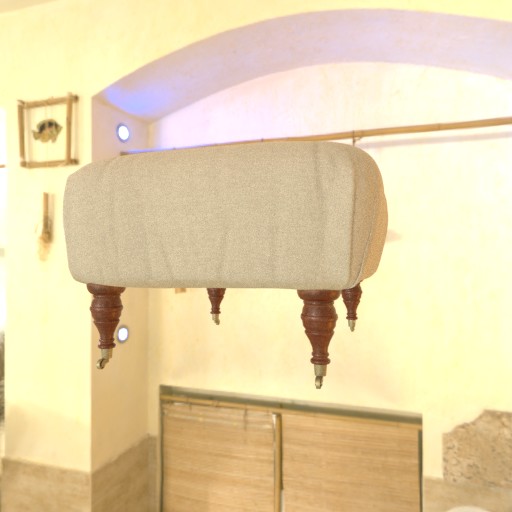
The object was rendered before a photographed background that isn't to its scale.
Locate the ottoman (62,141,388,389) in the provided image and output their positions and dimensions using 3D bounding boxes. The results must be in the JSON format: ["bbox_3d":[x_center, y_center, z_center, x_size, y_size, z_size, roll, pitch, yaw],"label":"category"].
[{"bbox_3d":[0.000,0.000,1.103,0.622,0.450,0.746,0,0,18],"label":"ottoman"}]
